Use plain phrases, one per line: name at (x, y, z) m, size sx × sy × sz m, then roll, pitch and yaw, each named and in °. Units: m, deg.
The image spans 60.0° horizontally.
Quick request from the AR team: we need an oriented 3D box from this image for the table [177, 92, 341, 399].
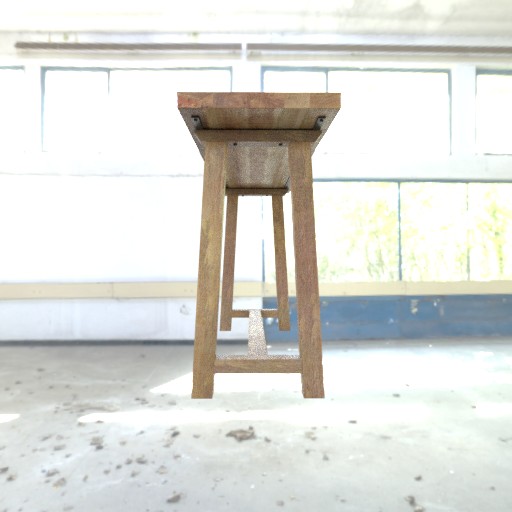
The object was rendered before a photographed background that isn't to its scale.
table at (0.000, 0.000, 1.852) m, size 0.405 × 0.810 × 1.524 m, roll 0°, pitch 0°, yaw -1°
